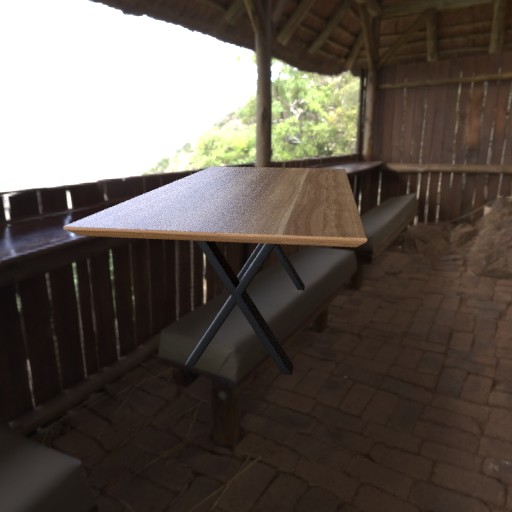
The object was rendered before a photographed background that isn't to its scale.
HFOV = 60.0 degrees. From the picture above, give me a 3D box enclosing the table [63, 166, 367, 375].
[{"bbox_3d":[0.000,0.000,2.476,1.000,0.770,2.000,3,17,9],"label":"table"}]
